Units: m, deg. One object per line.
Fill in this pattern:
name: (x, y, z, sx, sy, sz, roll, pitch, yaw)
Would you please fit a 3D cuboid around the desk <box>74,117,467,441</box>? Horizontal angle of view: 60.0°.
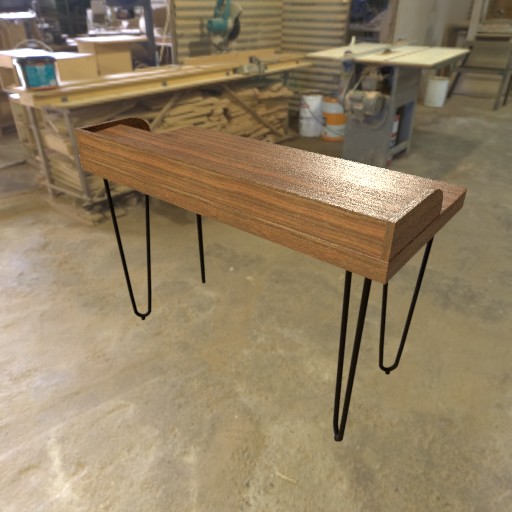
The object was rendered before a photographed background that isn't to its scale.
desk: (0.000, 0.000, 1.640, 1.200, 0.854, 0.565, 22, 37, 33)
